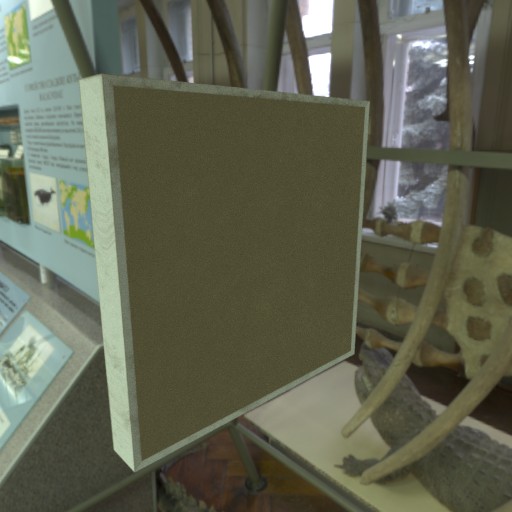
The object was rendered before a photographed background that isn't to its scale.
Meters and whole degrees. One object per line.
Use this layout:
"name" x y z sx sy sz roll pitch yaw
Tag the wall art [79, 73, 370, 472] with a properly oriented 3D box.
"wall art" 0.000 0.000 0.436 0.305 0.303 0.038 -13 20 -41
